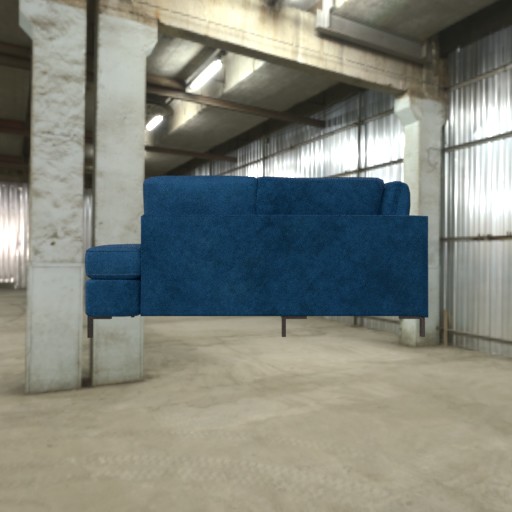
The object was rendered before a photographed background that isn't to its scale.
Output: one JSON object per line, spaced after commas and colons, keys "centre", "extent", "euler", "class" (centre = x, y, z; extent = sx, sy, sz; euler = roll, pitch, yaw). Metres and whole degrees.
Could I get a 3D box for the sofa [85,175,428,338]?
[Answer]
{"centre": [0.000, 0.000, 4.321], "extent": [2.055, 0.992, 3.434], "euler": [0, 0, 0], "class": "sofa"}
